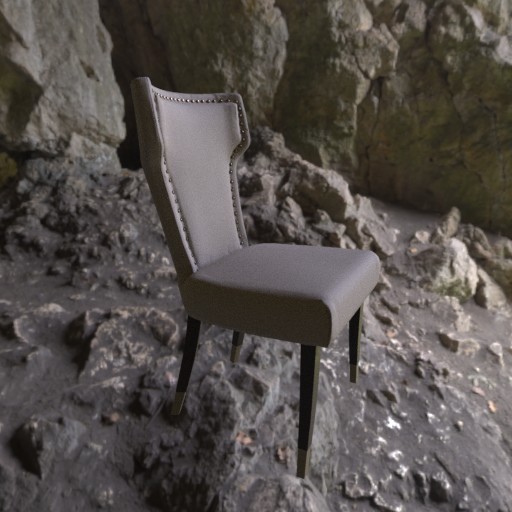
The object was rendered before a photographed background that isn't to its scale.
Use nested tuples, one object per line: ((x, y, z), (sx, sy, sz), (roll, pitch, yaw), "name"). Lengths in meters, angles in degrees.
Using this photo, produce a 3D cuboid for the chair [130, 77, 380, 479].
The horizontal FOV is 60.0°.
((0.000, 0.000, 1.304), (0.630, 0.955, 0.526), (8, 17, 26), "chair")
